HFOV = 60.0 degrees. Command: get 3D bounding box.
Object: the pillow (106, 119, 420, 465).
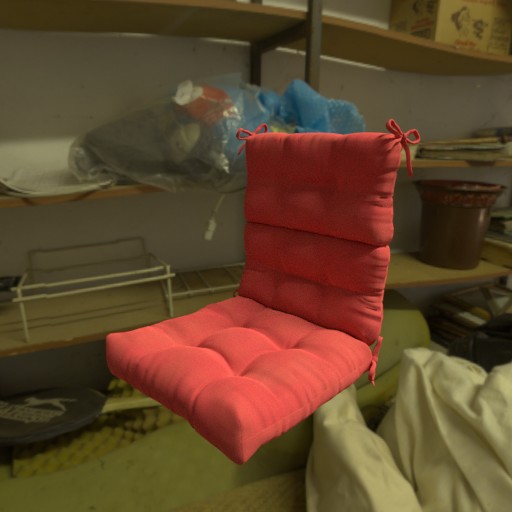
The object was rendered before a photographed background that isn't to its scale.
[{"bbox_3d":[0.000,0.000,1.025,0.519,0.605,0.571,15,21,43],"label":"pillow"}]
